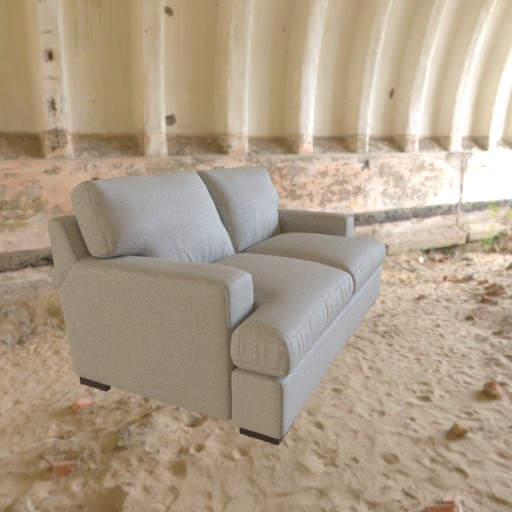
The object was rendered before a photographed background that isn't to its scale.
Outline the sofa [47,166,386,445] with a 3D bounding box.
[{"bbox_3d":[0.000,0.000,2.511,1.143,0.940,1.880,7,15,25],"label":"sofa"}]
